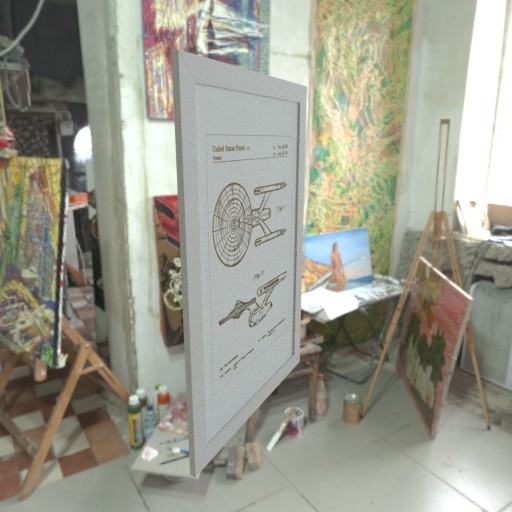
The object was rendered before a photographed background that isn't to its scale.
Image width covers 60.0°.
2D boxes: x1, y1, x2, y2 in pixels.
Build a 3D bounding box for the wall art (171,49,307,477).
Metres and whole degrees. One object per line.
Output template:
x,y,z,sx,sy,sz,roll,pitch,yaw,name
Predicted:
0.000,0.000,0.854,0.011,0.659,0.454,8,16,27,wall art
